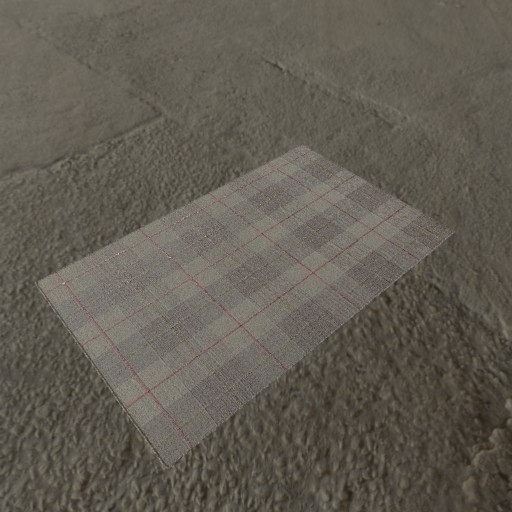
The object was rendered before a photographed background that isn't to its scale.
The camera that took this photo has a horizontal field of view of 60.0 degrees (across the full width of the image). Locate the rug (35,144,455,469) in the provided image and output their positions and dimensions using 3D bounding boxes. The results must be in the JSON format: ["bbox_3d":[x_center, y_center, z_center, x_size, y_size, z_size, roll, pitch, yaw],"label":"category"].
[{"bbox_3d":[0.000,0.000,3.029,2.464,0.010,1.549,-33,55,-27],"label":"rug"}]
